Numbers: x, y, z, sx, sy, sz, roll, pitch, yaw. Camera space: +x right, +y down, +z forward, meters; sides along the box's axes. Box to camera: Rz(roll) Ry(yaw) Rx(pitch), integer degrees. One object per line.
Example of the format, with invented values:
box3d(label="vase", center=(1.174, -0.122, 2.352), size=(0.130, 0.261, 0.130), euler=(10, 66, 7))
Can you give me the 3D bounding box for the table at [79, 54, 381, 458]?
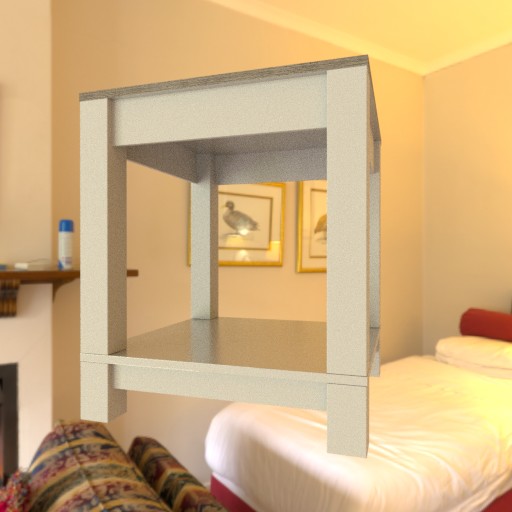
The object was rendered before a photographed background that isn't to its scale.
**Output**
box3d(label="table", center=(0.000, 0.000, 0.961), size=(0.504, 0.587, 0.506), euler=(0, 0, 18))
